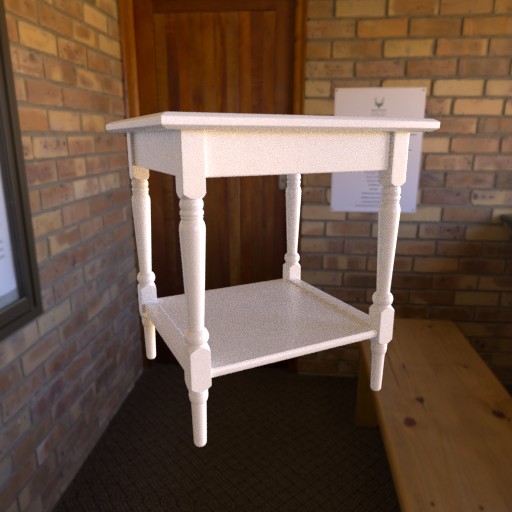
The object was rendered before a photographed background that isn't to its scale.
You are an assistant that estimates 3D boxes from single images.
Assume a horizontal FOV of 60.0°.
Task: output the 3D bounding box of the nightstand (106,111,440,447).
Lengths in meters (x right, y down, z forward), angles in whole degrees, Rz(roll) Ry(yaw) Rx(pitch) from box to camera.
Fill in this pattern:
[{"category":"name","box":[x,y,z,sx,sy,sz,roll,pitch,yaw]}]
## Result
[{"category":"nightstand","box":[0.000,0.000,0.948,0.505,0.555,0.459,-7,16,-26]}]
